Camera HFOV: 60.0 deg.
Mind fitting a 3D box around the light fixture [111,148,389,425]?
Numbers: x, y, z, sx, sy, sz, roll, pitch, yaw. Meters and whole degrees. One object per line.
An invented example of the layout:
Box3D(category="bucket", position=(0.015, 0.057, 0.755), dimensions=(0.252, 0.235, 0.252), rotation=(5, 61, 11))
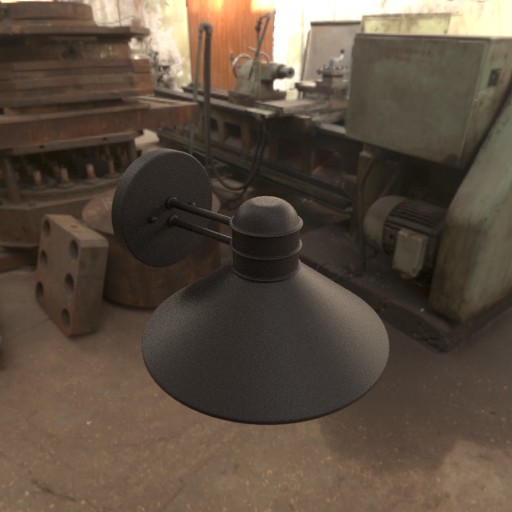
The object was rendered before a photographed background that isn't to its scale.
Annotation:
Box3D(category="light fixture", position=(0.000, 0.000, 0.684), dimensions=(0.434, 0.265, 0.396), rotation=(20, 33, 34))
